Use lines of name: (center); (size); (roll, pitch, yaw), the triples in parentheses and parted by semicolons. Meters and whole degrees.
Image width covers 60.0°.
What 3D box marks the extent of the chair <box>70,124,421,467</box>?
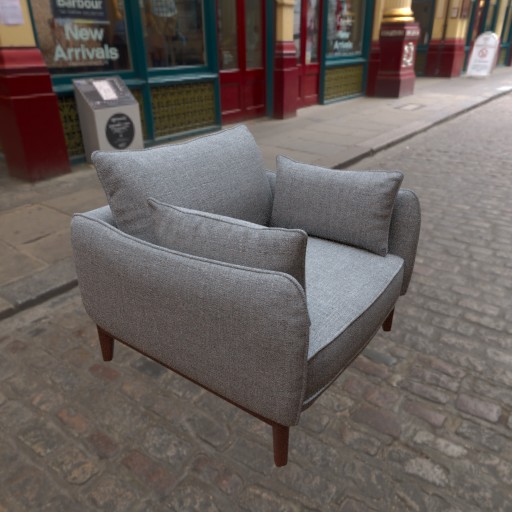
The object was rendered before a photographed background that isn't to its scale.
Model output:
chair: (0.000, 0.000, 1.701); (0.976, 0.839, 0.993); (18, 31, 32)
